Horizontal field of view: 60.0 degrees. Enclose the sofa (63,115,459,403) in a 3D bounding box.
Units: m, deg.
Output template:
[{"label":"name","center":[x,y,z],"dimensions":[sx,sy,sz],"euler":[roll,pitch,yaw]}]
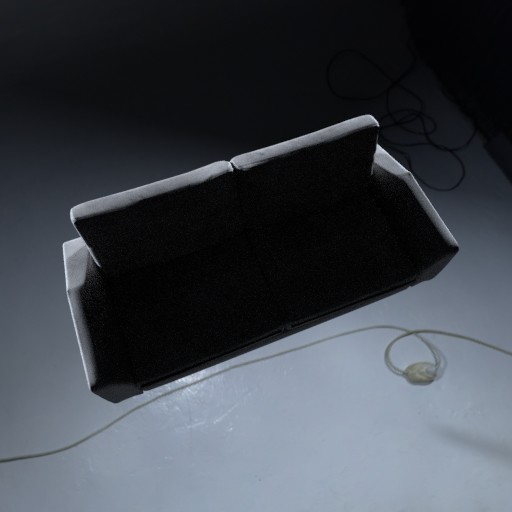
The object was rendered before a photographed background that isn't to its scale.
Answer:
[{"label":"sofa","center":[0.000,0.000,2.322],"dimensions":[1.837,0.859,0.849],"euler":[-20,65,-9]}]
